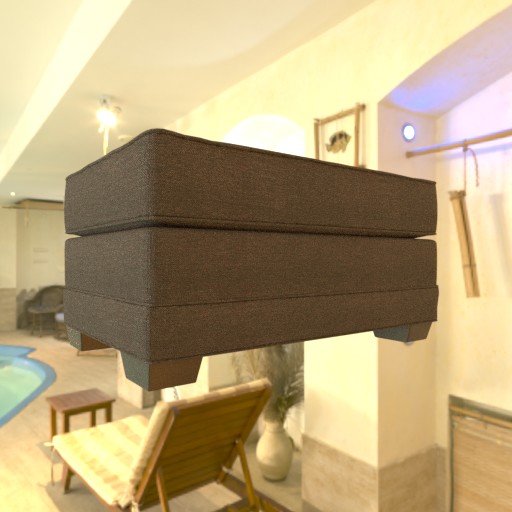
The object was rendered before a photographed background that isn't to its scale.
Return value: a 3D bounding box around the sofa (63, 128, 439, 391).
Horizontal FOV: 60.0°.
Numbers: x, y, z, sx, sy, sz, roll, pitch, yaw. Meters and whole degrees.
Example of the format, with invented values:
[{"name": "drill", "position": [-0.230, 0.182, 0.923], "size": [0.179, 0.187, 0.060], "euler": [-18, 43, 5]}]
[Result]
[{"name": "sofa", "position": [0.000, 0.000, 1.185], "size": [0.854, 0.457, 0.578], "euler": [0, 0, -37]}]
